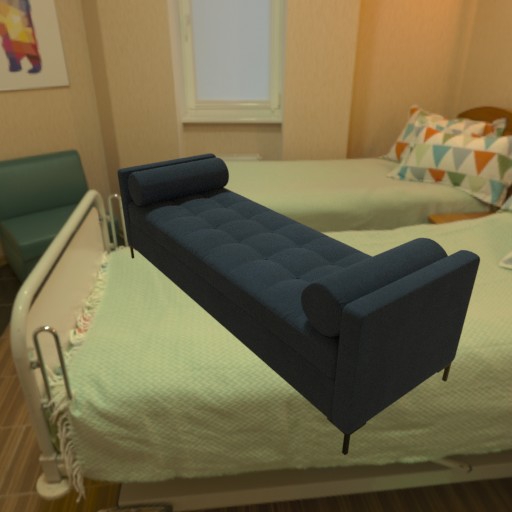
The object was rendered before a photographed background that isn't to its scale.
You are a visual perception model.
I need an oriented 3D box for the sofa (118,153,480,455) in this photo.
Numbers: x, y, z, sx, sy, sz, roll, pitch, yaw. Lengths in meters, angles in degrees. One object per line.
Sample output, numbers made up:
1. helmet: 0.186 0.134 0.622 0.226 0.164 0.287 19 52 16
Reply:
1. sofa: 0.000 0.000 2.351 0.686 0.635 1.981 -19 33 -32
